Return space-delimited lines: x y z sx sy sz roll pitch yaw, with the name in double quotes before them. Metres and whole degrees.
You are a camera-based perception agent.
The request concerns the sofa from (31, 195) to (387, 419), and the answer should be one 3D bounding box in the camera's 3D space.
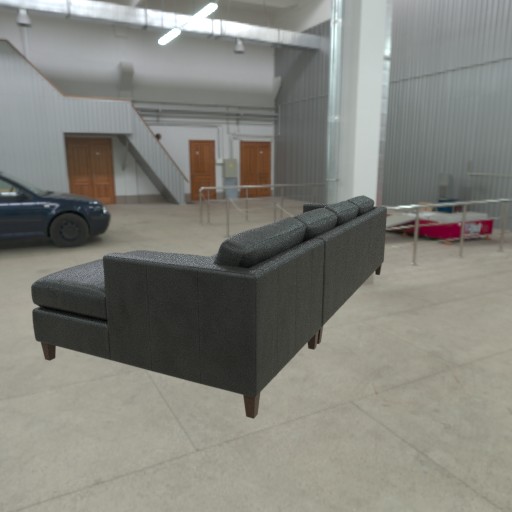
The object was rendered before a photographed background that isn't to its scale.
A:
"sofa" 0.000 0.000 3.787 1.581 0.883 3.203 6 14 26
